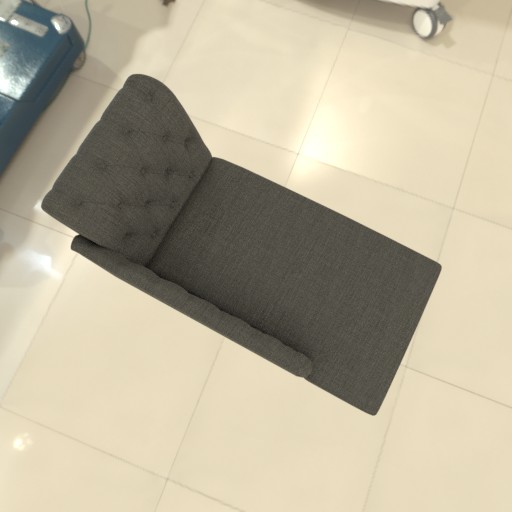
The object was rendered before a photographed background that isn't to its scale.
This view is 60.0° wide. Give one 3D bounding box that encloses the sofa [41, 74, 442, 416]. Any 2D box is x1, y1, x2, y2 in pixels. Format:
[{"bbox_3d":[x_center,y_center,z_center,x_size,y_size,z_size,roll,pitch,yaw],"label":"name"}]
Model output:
[{"bbox_3d":[0.000,0.000,1.785,1.379,0.787,0.675,28,77,7],"label":"sofa"}]
